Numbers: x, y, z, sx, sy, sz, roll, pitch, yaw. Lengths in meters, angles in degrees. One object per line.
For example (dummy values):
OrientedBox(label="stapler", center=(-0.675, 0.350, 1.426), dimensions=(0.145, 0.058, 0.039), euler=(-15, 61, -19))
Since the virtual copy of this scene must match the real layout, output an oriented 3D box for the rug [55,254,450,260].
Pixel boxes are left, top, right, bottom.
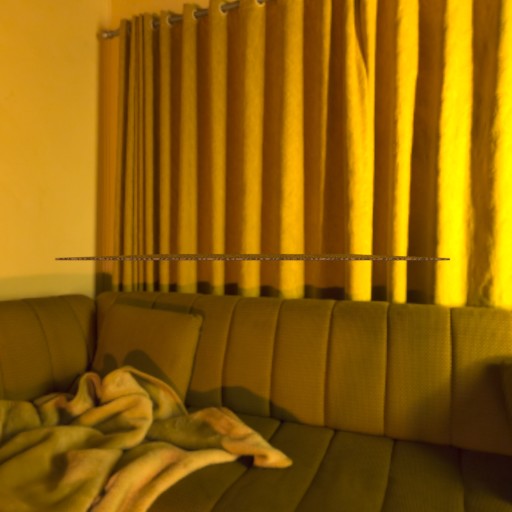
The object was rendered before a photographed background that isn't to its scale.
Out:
OrientedBox(label="rug", center=(0.000, 0.000, 4.278), dimensions=(2.439, 0.014, 3.207), euler=(0, 1, 1))
